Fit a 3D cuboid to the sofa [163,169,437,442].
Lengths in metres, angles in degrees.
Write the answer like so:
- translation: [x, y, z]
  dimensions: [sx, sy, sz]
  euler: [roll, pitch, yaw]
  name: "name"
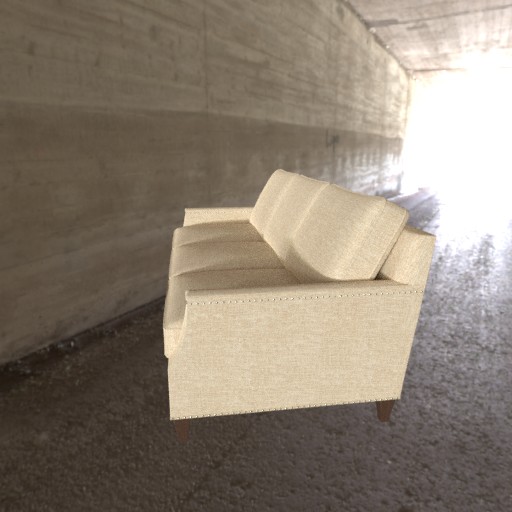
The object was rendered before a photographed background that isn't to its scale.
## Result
- translation: [0.000, 0.000, 2.734]
  dimensions: [1.041, 0.940, 2.210]
  euler: [-2, 15, -9]
  name: "sofa"
